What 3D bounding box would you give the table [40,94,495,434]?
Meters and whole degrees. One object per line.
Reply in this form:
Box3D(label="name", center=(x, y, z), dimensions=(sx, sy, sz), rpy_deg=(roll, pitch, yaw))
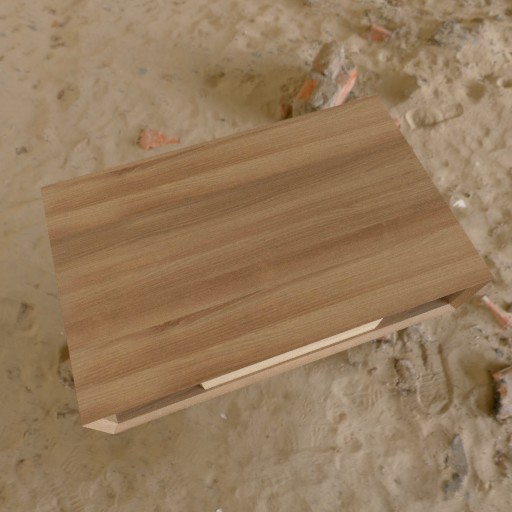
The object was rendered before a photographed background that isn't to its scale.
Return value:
Box3D(label="table", center=(0.000, 0.000, 1.391), dimensions=(1.100, 0.330, 0.700), rpy_deg=(-18, 65, -8))
